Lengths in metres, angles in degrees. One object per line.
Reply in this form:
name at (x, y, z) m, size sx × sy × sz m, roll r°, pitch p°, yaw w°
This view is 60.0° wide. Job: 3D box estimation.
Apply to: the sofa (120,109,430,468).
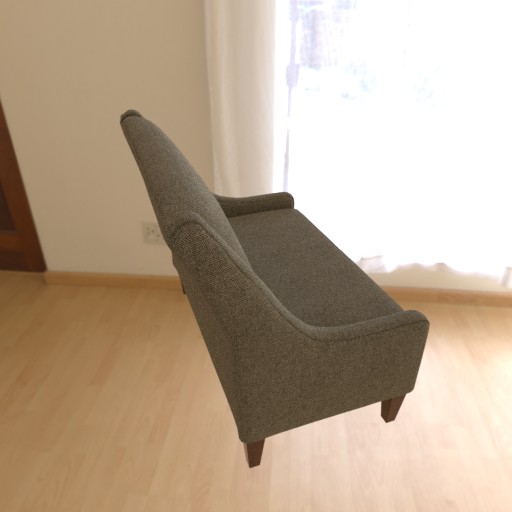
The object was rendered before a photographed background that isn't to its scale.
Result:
sofa at (0.000, 0.000, 1.865) m, size 0.870 × 1.021 × 1.242 m, roll -10°, pitch 32°, yaw -17°
